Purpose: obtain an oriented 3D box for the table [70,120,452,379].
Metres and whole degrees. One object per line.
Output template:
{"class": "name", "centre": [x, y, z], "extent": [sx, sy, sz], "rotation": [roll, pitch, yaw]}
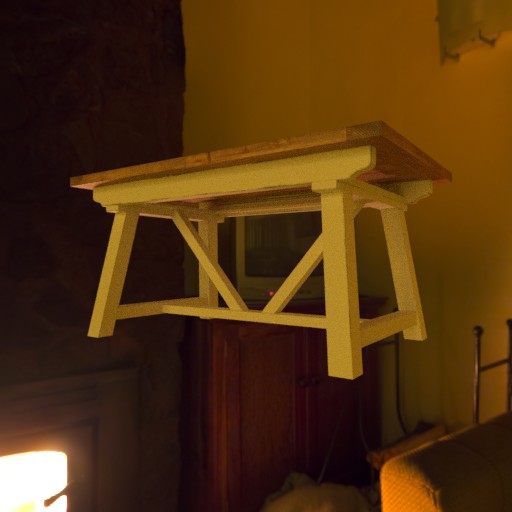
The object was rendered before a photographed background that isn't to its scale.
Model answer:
{"class": "table", "centre": [0.000, 0.000, 2.041], "extent": [1.503, 0.743, 0.922], "rotation": [0, -1, 35]}
